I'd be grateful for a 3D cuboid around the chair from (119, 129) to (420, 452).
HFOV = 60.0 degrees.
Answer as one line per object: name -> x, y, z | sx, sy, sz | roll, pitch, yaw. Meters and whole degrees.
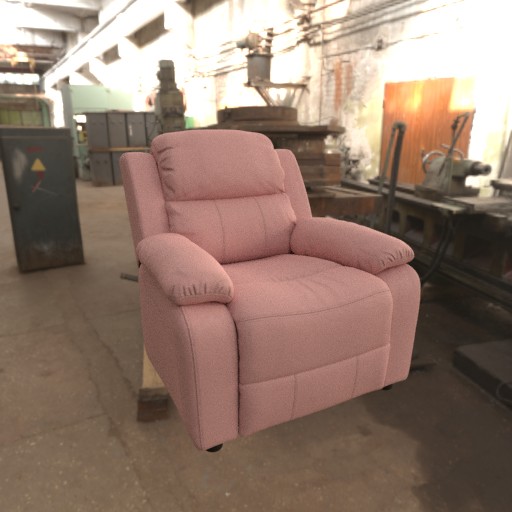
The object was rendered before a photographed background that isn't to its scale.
chair -> 0.000, 0.000, 1.277 | 0.680, 0.702, 0.709 | -8, 18, -27
